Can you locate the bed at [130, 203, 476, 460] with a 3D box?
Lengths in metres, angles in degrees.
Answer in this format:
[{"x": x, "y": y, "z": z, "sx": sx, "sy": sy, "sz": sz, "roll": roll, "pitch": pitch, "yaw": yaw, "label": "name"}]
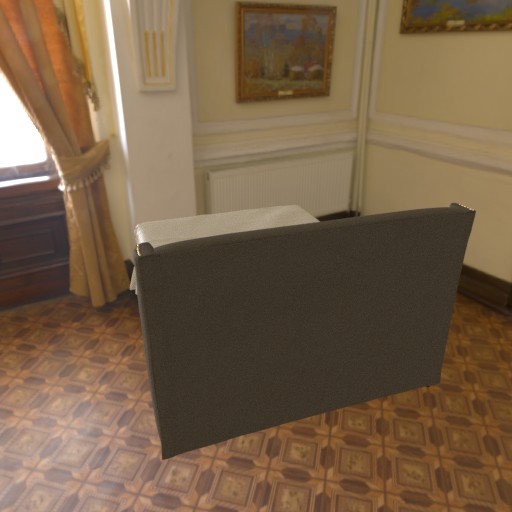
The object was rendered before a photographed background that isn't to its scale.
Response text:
[{"x": 0.000, "y": 0.000, "z": 3.481, "sx": 1.925, "sy": 1.332, "sz": 2.276, "roll": -8, "pitch": 27, "yaw": -17, "label": "bed"}]
